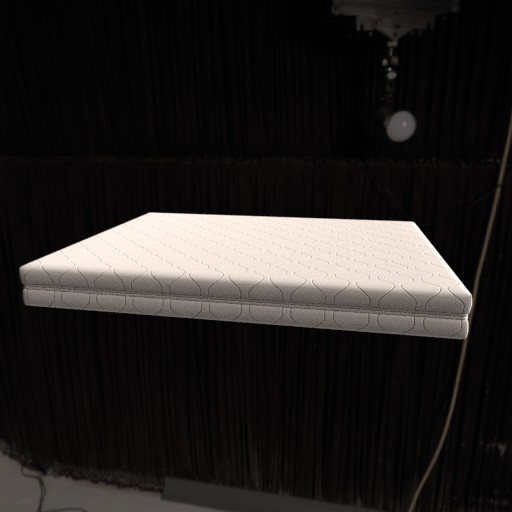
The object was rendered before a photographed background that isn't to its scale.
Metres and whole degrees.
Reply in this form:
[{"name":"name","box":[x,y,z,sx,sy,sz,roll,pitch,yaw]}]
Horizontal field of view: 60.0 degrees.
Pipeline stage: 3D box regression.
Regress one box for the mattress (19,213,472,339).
[{"name":"mattress","box":[0.000,0.000,2.490,1.900,0.200,1.400,3,16,10]}]
